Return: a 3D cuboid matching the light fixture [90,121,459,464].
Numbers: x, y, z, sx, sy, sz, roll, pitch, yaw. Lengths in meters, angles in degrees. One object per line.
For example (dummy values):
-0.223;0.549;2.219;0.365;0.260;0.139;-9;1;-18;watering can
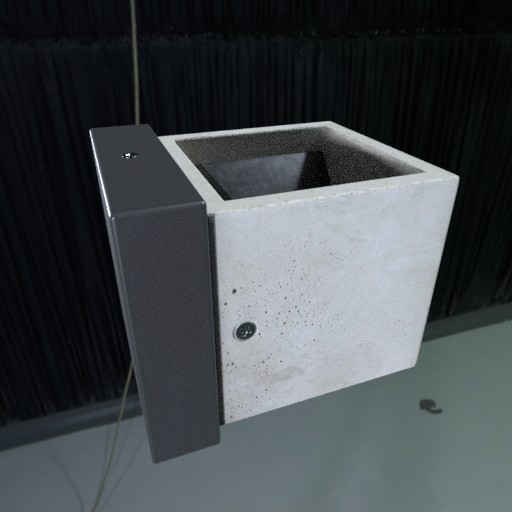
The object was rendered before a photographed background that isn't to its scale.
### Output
0.000;0.000;0.237;0.143;0.121;0.121;-11;31;-18;light fixture
